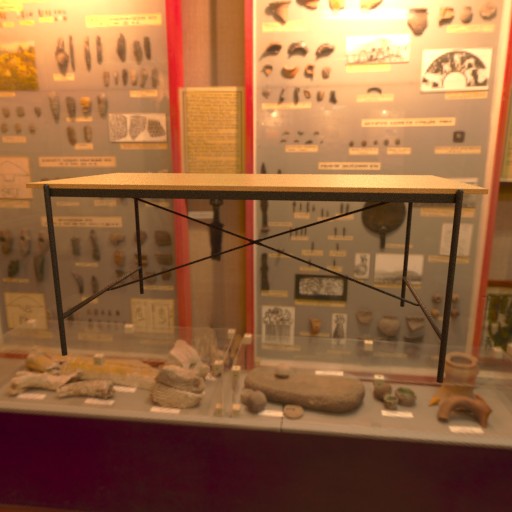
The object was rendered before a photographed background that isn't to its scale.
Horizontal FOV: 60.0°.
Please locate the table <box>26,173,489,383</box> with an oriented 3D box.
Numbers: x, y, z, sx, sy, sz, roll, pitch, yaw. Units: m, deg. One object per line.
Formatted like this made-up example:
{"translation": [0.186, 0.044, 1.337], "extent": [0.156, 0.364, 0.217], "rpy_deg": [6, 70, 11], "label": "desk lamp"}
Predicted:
{"translation": [0.000, 0.000, 2.204], "extent": [1.800, 0.758, 0.900], "rpy_deg": [2, 14, 8], "label": "table"}
